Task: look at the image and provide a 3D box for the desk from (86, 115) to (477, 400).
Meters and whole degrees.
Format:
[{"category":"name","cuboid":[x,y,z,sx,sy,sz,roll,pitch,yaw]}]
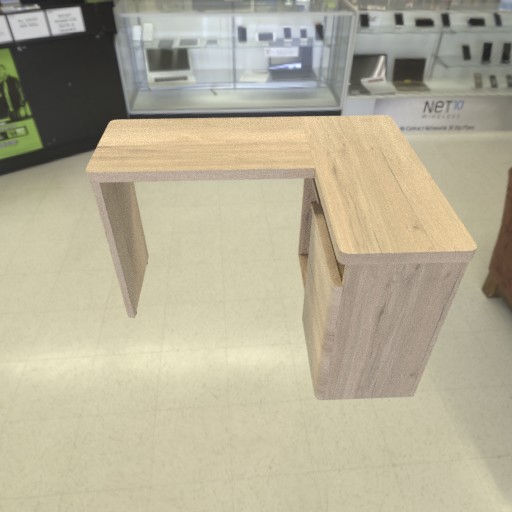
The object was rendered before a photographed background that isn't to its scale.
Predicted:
[{"category":"desk","cuboid":[0.000,0.000,1.759,1.169,0.760,0.900,-2,40,-2]}]
